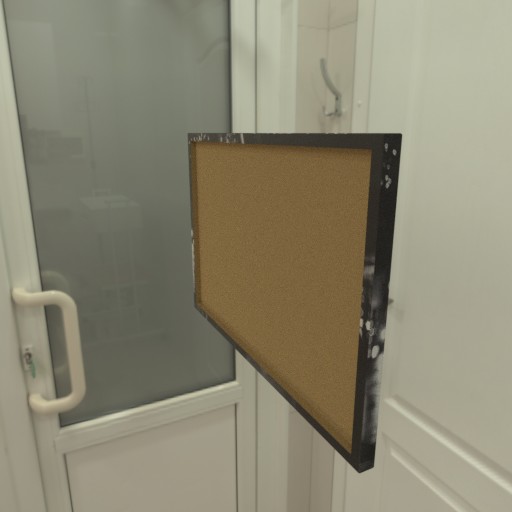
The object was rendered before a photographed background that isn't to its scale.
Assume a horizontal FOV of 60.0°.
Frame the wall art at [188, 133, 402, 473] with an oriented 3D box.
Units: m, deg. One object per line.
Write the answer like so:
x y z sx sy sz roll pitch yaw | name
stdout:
0.000 0.000 1.140 0.038 0.609 0.914 -8 17 -26 | wall art
